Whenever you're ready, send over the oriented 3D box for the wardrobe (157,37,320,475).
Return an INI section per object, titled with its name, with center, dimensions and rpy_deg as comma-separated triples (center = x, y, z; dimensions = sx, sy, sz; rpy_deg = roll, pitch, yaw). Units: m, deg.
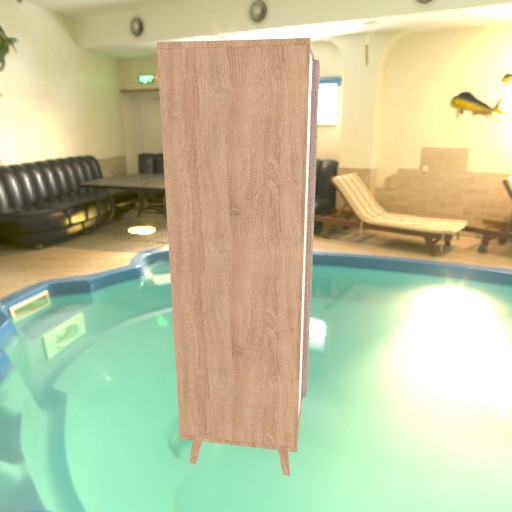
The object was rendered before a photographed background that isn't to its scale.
[wardrobe]
center = 0.000, 0.000, 2.386
dimensions = 0.600, 1.960, 1.000
rpy_deg = 3, 17, 9
